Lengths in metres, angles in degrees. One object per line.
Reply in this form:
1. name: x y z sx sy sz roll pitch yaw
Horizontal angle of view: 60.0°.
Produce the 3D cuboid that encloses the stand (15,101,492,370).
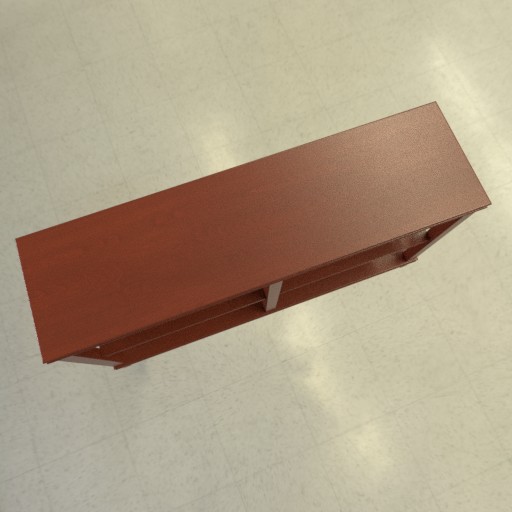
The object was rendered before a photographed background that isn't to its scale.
1. stand: 0.000 0.000 1.681 1.372 0.762 0.381 -19 75 -5
